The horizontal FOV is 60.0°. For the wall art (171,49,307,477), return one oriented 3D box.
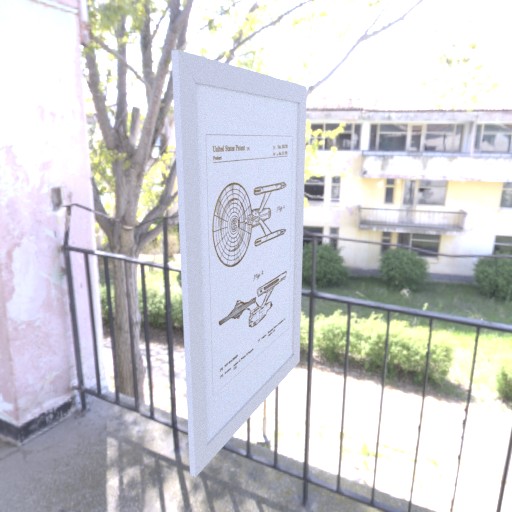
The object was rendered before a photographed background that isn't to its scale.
[{"bbox_3d":[0.000,0.000,0.854,0.011,0.659,0.454,8,16,27],"label":"wall art"}]
